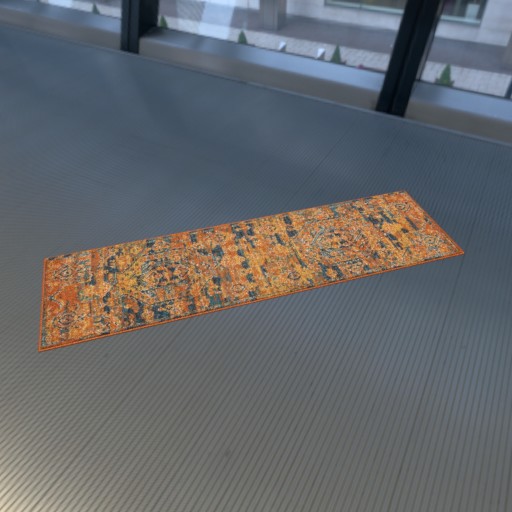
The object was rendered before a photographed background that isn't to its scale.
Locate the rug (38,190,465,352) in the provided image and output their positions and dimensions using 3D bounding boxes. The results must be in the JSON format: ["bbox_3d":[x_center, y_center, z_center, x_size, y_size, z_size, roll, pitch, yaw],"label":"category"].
[{"bbox_3d":[0.000,0.000,2.487,2.274,0.016,0.651,-12,44,-12],"label":"rug"}]
